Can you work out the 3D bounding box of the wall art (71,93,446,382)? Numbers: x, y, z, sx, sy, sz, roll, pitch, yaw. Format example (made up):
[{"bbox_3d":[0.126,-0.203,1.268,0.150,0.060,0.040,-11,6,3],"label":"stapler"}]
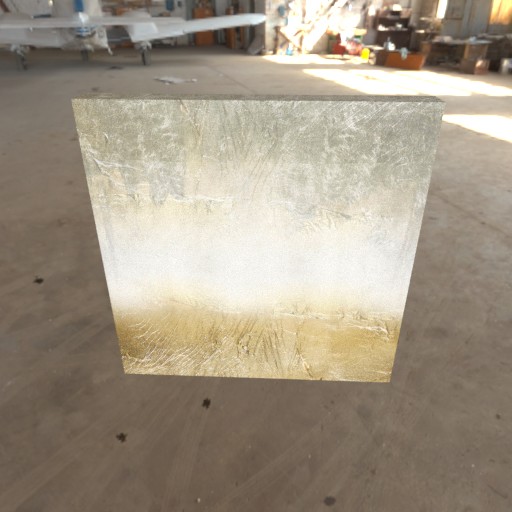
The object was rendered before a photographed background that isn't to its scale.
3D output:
[{"bbox_3d":[0.000,0.000,0.595,0.405,0.407,0.038,1,29,2],"label":"wall art"}]
